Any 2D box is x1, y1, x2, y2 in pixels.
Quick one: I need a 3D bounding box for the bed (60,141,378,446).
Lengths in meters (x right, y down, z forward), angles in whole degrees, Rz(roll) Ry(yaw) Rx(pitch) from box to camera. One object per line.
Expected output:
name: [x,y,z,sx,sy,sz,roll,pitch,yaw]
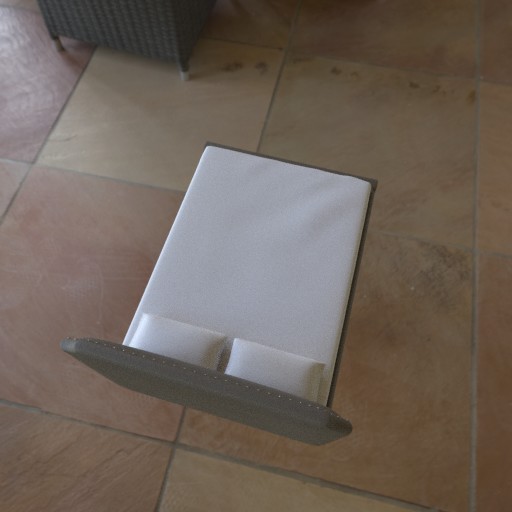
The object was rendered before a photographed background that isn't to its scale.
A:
bed: [0.000,0.000,3.465,1.712,1.443,2.372,14,65,7]
